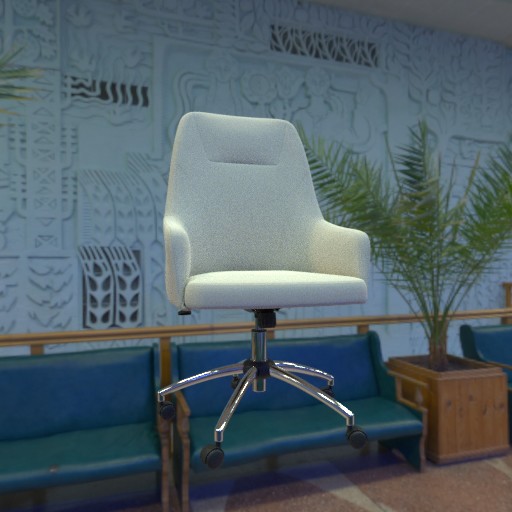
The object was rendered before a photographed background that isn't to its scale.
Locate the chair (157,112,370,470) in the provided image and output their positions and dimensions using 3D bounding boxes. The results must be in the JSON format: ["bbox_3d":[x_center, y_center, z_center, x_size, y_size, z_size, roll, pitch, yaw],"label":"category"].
[{"bbox_3d":[0.000,0.000,1.444,0.620,1.049,0.640,0,0,-17],"label":"chair"}]
